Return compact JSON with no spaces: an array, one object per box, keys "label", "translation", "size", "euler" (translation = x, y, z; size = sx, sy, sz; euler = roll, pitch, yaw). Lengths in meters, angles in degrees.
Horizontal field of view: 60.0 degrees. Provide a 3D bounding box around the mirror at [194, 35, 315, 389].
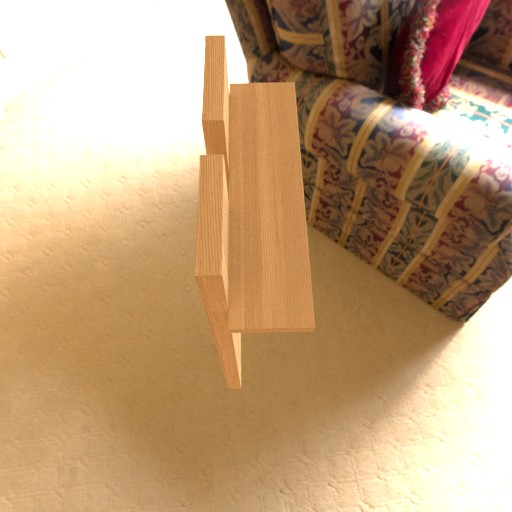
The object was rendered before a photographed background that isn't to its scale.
[{"label":"mirror","translation":[0.000,0.000,1.592],"size":[0.260,1.250,0.800],"euler":[-1,64,-1]}]
